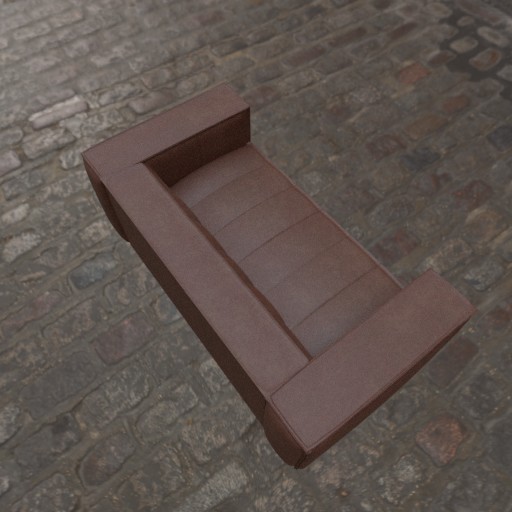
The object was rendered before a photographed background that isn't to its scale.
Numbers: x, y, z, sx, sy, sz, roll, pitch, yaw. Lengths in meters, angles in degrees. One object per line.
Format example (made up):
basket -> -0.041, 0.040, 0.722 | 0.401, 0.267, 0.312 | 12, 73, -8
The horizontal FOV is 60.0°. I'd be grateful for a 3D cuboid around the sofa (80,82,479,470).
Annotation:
sofa -> 0.000, 0.000, 2.594 | 1.102, 0.703, 2.088 | -33, 64, -19
